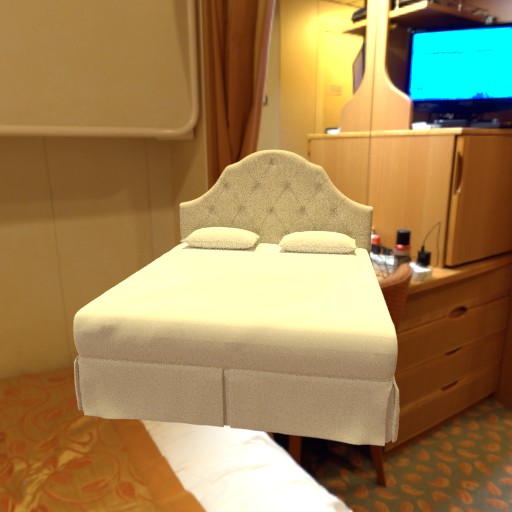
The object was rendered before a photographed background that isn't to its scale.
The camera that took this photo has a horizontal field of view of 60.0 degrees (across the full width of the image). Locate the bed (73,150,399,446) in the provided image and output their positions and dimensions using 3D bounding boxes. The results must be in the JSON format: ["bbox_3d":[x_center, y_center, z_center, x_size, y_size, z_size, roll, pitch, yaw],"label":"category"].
[{"bbox_3d":[0.000,0.000,3.491,2.008,1.615,2.214,2,14,9],"label":"bed"}]
